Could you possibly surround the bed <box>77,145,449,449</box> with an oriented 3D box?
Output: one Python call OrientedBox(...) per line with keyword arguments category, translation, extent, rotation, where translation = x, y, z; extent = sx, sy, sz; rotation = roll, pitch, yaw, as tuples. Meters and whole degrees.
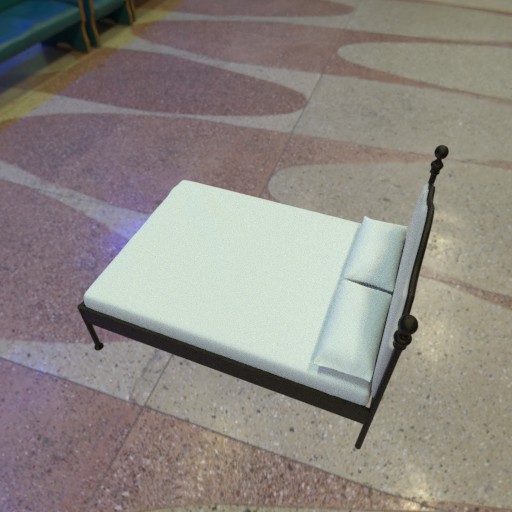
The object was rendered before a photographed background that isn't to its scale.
OrientedBox(category="bed", translation=(0.000, 0.000, 3.324), extent=(2.224, 1.499, 1.642), rotation=(16, 48, 15))
